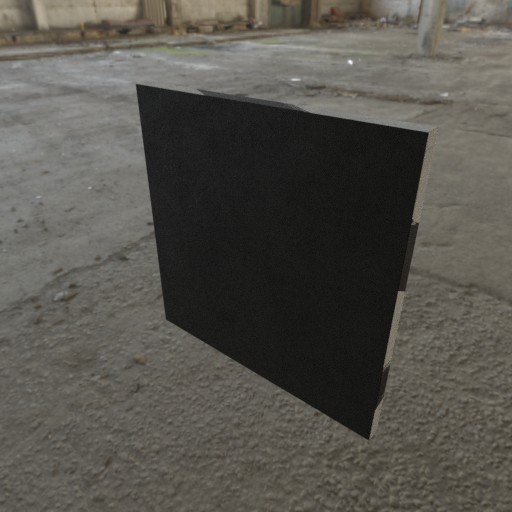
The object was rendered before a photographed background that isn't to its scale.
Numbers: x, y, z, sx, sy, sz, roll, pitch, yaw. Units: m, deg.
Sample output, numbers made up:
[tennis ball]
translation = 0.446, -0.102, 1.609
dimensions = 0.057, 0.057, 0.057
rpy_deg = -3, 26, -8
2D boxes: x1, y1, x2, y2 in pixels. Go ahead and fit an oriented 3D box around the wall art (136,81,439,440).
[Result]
[wall art]
translation = 0.000, 0.000, 1.138
dimensions = 0.765, 0.765, 0.046
rpy_deg = 22, 37, 33
